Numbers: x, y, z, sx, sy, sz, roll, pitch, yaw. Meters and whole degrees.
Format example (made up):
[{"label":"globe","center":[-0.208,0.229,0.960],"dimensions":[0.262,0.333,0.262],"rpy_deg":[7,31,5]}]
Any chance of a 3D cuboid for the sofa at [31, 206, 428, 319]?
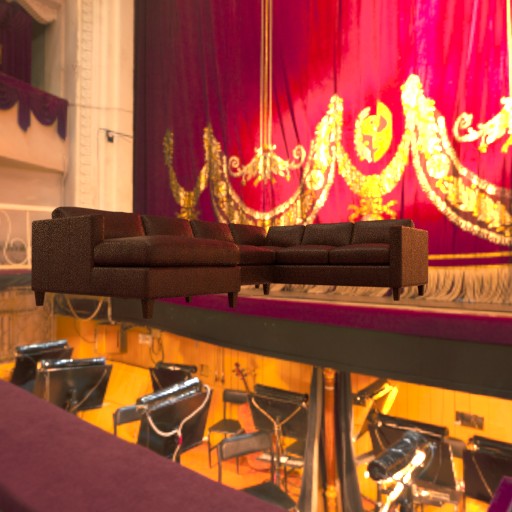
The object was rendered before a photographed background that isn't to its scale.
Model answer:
[{"label":"sofa","center":[0.000,0.000,4.475],"dimensions":[2.452,0.891,3.324],"rpy_deg":[-1,-1,37]}]
